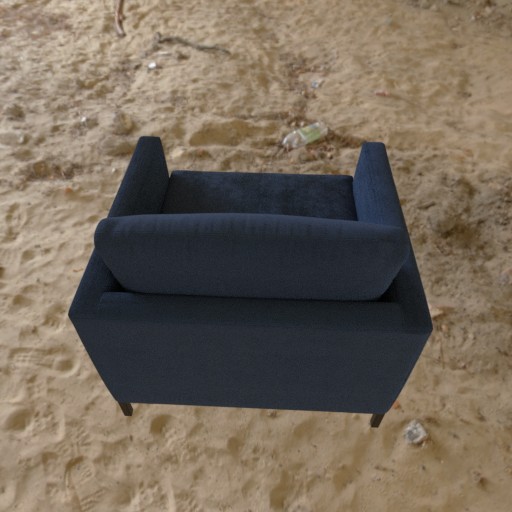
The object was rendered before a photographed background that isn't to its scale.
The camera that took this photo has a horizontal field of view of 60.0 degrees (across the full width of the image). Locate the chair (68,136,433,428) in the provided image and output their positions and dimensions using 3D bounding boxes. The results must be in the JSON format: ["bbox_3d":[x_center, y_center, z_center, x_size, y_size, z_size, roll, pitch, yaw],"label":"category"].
[{"bbox_3d":[0.000,0.000,1.564,0.964,0.812,0.875,2,47,2],"label":"chair"}]
